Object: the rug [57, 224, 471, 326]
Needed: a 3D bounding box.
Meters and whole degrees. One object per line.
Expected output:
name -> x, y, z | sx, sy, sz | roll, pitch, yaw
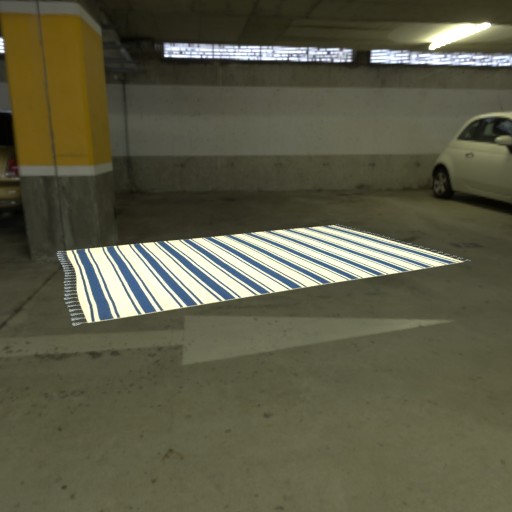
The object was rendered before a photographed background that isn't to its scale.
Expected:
rug -> 0.000, 0.000, 2.593 | 2.108, 0.009, 1.248 | -7, 16, -25
